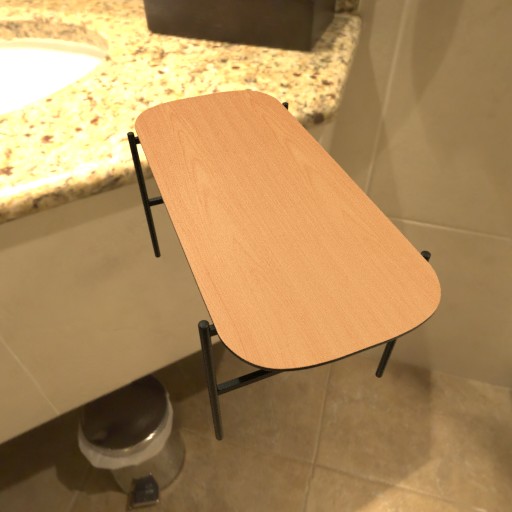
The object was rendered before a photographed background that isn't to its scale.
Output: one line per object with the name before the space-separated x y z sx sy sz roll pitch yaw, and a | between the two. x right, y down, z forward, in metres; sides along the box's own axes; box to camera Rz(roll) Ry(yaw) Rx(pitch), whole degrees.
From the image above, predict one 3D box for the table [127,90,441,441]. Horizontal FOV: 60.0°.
table | 0.000 0.000 1.006 0.400 0.400 0.800 -16 48 -15
